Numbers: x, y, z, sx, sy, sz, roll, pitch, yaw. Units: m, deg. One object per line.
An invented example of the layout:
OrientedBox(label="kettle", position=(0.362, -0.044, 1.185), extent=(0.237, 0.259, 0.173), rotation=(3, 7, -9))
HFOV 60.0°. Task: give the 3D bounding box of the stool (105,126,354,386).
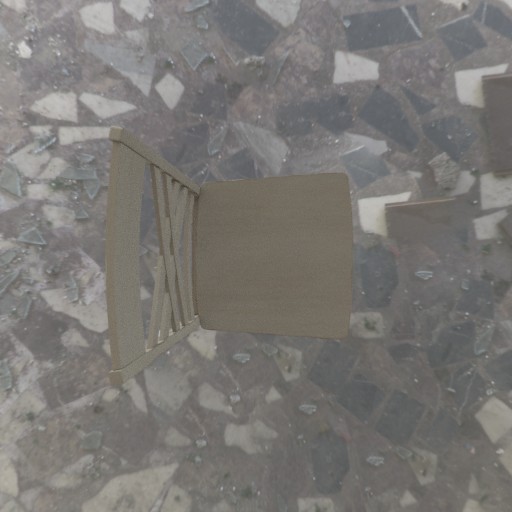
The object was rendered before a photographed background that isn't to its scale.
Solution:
OrientedBox(label="stool", position=(0.000, 0.000, 1.320), extent=(0.539, 1.079, 0.462), rotation=(0, 90, 0))
